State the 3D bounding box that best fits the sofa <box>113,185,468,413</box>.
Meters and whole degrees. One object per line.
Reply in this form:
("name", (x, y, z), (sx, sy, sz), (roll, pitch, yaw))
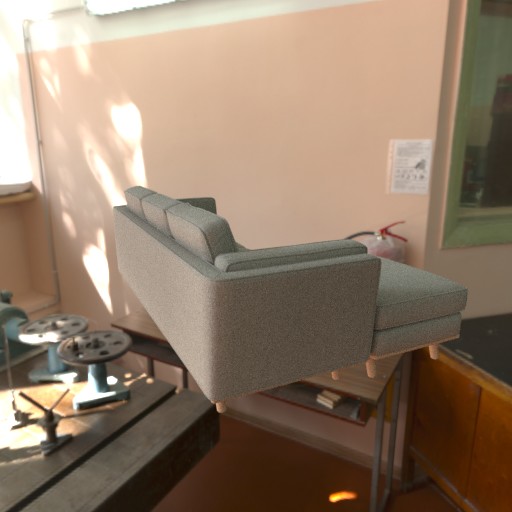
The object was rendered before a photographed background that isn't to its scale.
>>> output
("sofa", (0.000, 0.000, 3.192), (1.604, 0.929, 2.411), (-7, 16, -26))
